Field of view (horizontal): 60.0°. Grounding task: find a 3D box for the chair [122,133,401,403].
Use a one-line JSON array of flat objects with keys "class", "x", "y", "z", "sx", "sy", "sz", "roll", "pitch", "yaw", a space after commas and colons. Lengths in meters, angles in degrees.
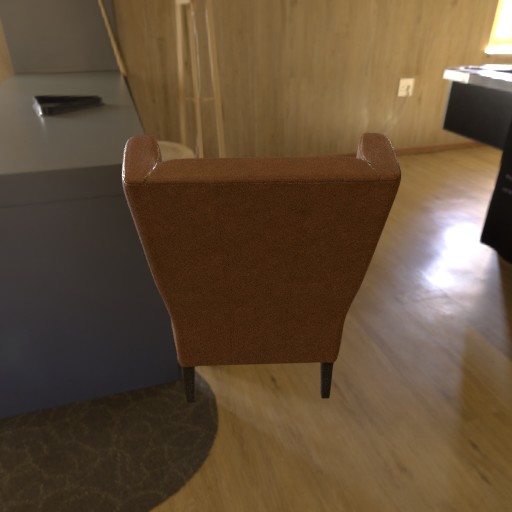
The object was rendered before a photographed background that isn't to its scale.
[{"class": "chair", "x": 0.000, "y": 0.000, "z": 1.690, "sx": 0.852, "sy": 1.016, "sz": 0.925, "roll": -1, "pitch": 30, "yaw": -2}]
